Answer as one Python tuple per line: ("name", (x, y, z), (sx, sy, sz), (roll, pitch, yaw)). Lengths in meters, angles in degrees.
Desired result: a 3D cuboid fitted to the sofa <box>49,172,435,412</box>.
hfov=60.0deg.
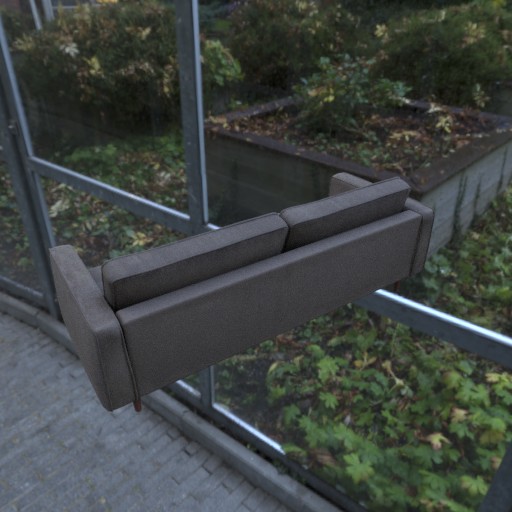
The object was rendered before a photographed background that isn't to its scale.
("sofa", (0.000, 0.000, 2.793), (2.295, 0.813, 0.923), (-19, 35, -28))
